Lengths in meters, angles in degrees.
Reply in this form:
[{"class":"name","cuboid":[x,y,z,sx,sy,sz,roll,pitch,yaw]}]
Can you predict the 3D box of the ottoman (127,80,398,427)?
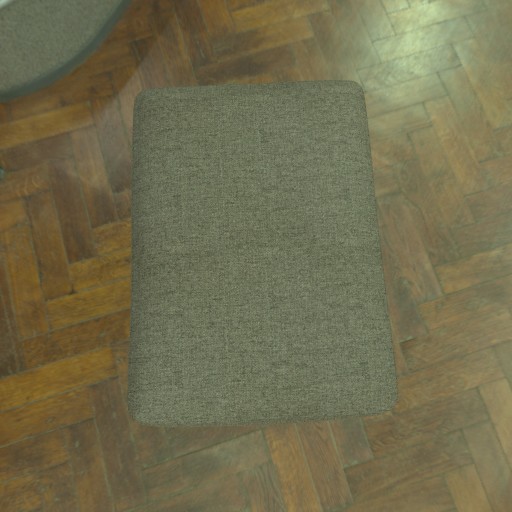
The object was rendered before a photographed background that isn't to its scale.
[{"class":"ottoman","cuboid":[0.000,0.000,1.279,0.637,0.478,0.885,-2,76,-1]}]
